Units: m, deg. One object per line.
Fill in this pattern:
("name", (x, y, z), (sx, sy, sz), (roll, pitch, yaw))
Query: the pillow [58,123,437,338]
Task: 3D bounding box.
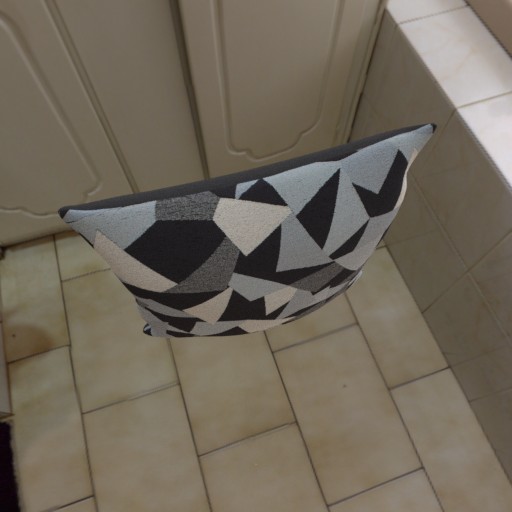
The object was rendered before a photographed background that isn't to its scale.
("pillow", (0.000, 0.000, 0.762), (0.503, 0.496, 0.208), (-15, 66, -7))
